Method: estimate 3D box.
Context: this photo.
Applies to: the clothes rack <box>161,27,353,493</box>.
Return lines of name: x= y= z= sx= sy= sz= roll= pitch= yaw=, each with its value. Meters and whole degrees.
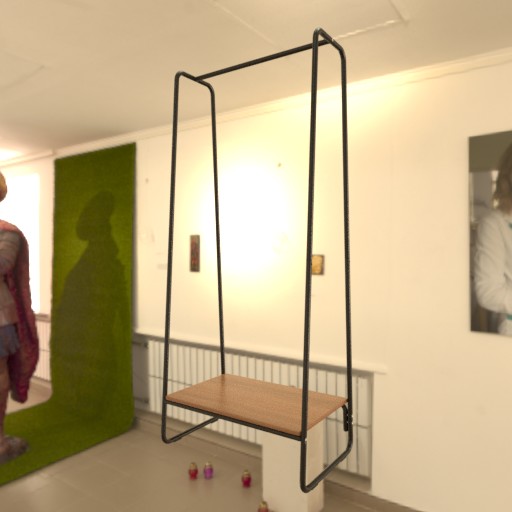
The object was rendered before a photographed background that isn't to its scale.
clothes rack: x=0.000 y=0.000 z=1.706 sx=0.640 sy=1.500 sz=0.400 roll=1 pitch=1 yaw=35
